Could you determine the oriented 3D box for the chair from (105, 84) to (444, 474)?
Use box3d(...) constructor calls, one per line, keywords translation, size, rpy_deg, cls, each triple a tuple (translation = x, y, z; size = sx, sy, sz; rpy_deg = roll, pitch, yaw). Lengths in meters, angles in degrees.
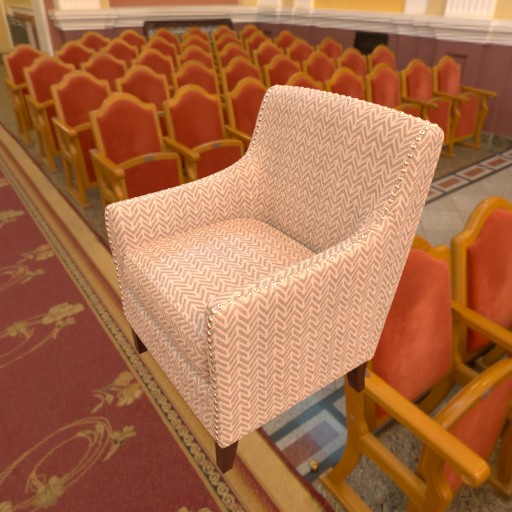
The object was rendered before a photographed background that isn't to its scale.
box3d(translation=(0.000, 0.000, 1.276), size=(0.651, 0.816, 0.623), rpy_deg=(-21, 37, -30), cls="chair")
